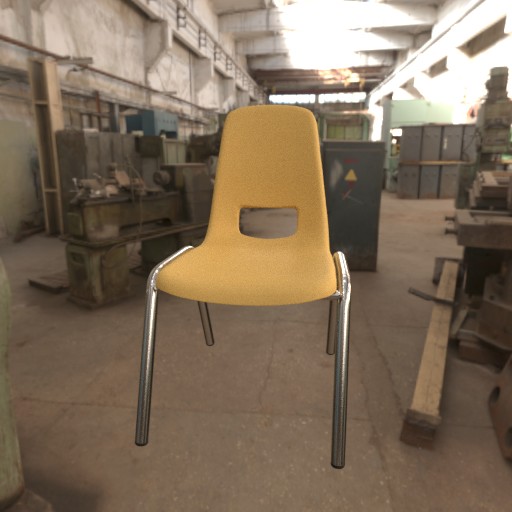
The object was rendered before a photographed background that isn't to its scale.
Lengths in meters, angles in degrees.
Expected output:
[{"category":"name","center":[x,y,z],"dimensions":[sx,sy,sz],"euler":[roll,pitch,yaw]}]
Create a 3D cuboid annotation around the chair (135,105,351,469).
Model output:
[{"category":"chair","center":[0.000,0.000,0.857],"dimensions":[0.354,0.586,0.423],"euler":[2,14,9]}]
